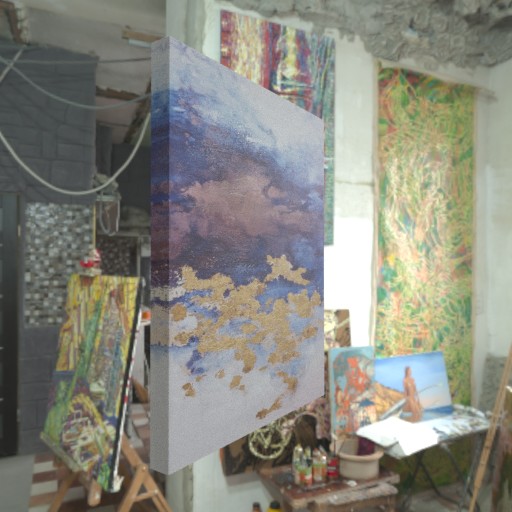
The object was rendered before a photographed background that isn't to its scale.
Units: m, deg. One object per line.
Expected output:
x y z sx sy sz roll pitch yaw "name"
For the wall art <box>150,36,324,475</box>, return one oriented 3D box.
0.000 0.000 0.770 0.036 0.581 0.437 -1 -1 36 "wall art"
